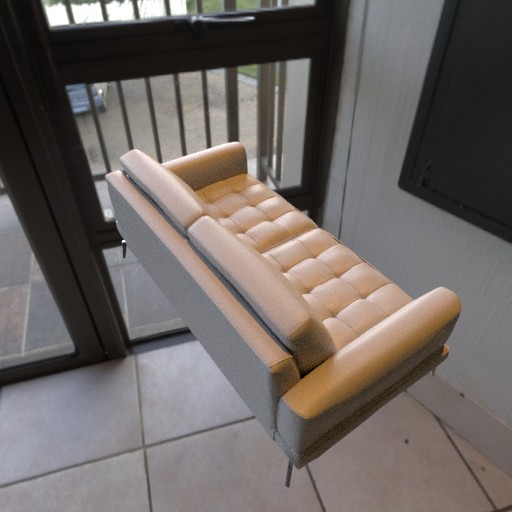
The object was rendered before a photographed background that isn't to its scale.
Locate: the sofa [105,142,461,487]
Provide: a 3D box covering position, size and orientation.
[{"bbox_3d":[0.000,0.000,2.711,1.121,0.930,2.177,-25,47,-25],"label":"sofa"}]
